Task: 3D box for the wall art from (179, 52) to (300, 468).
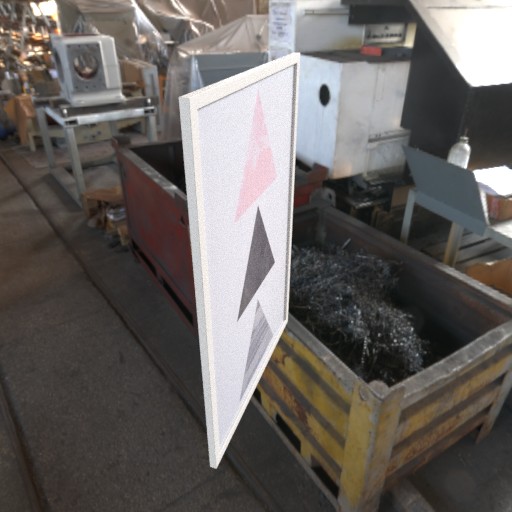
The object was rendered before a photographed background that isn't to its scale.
[{"bbox_3d":[0.000,0.000,0.836,0.013,0.656,0.456,11,32,17],"label":"wall art"}]
